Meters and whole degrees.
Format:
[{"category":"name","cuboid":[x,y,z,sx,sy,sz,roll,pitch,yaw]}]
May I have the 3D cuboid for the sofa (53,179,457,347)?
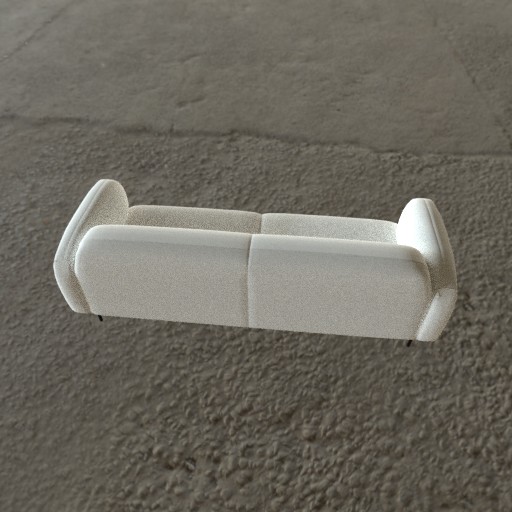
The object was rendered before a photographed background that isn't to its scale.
[{"category":"sofa","cuboid":[0.000,0.000,2.783,2.280,0.780,0.870,4,46,4]}]
